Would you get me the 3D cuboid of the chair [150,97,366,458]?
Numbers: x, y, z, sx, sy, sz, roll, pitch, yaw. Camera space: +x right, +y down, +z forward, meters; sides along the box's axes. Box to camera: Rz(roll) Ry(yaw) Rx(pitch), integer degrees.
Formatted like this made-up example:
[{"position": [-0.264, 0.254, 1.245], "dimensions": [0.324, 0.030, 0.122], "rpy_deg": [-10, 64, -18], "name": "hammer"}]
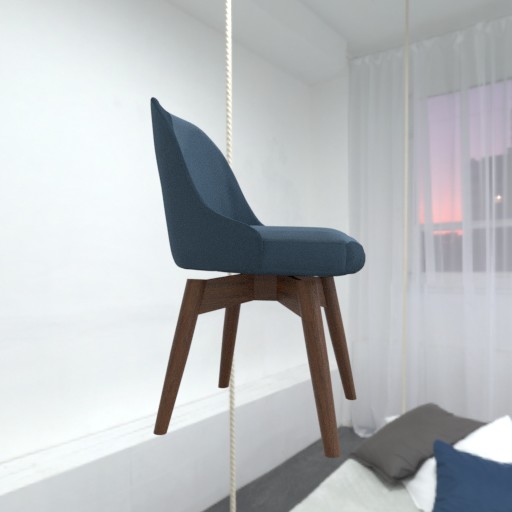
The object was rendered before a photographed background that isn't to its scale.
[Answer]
[{"position": [0.000, 0.000, 1.252], "dimensions": [0.589, 0.882, 0.503], "rpy_deg": [0, -1, 17], "name": "chair"}]
